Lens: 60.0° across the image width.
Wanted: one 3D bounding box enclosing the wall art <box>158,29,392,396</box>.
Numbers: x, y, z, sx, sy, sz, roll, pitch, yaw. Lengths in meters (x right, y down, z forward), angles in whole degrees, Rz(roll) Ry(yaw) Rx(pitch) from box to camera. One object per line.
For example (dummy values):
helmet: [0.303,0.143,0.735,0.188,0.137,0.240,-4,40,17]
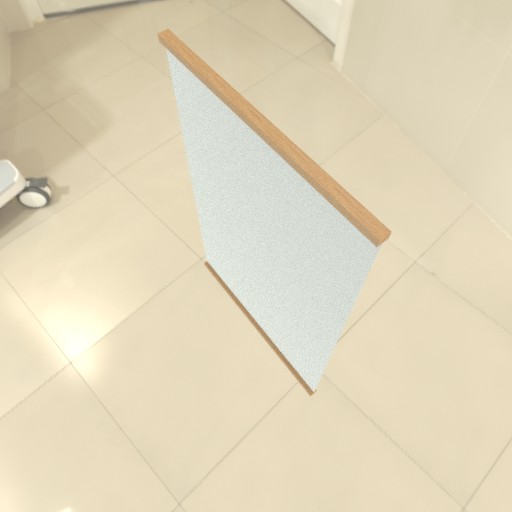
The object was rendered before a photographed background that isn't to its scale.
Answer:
wall art: [0.000,0.000,0.634,0.013,0.510,0.335,-33,65,-18]
